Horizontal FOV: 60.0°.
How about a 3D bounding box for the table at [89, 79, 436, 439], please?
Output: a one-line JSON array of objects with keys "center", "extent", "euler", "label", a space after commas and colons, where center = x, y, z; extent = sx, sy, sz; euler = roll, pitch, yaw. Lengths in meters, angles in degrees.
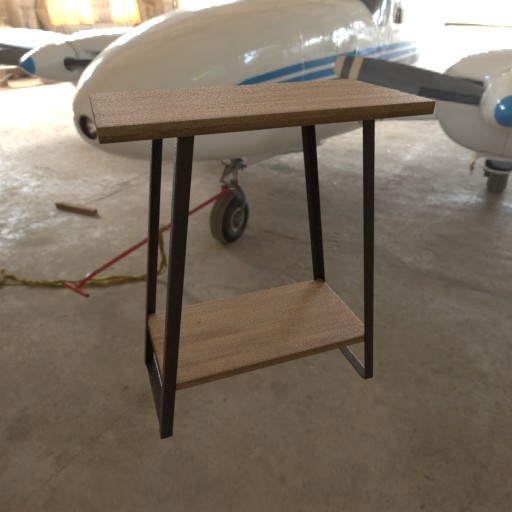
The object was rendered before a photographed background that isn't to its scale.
[{"center": [0.000, 0.000, 1.023], "extent": [0.599, 0.701, 0.300], "euler": [-10, 31, -17], "label": "table"}]
